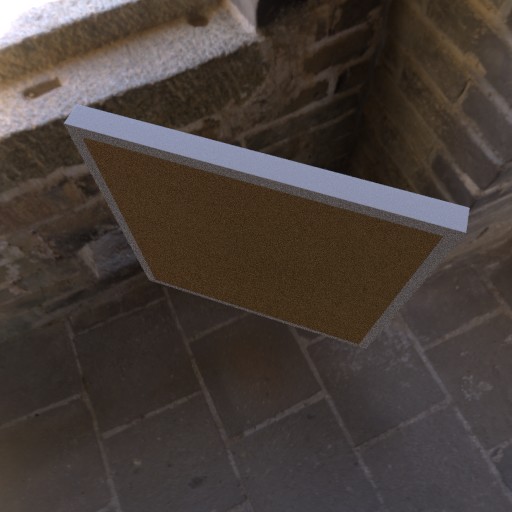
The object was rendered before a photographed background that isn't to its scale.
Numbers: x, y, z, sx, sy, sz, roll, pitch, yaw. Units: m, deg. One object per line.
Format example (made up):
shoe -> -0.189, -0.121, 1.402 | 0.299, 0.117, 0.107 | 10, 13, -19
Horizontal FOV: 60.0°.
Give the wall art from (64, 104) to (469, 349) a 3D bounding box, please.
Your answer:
wall art -> 0.000, 0.000, 0.767 | 0.508, 0.507, 0.035 | 17, 65, 8
